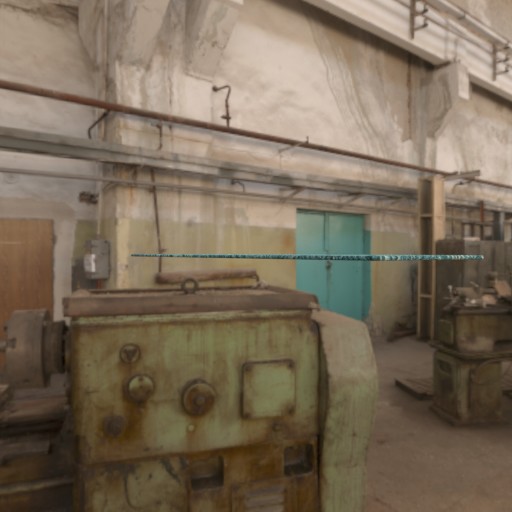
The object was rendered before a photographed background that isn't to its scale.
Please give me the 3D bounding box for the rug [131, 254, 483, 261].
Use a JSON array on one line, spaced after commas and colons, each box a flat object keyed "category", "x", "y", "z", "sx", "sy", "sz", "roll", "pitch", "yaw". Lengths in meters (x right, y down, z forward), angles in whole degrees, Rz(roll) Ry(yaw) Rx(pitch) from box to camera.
[{"category": "rug", "x": 0.000, "y": 0.000, "z": 2.552, "sx": 0.676, "sy": 0.016, "sz": 2.286, "roll": 0, "pitch": 0, "yaw": -35}]
